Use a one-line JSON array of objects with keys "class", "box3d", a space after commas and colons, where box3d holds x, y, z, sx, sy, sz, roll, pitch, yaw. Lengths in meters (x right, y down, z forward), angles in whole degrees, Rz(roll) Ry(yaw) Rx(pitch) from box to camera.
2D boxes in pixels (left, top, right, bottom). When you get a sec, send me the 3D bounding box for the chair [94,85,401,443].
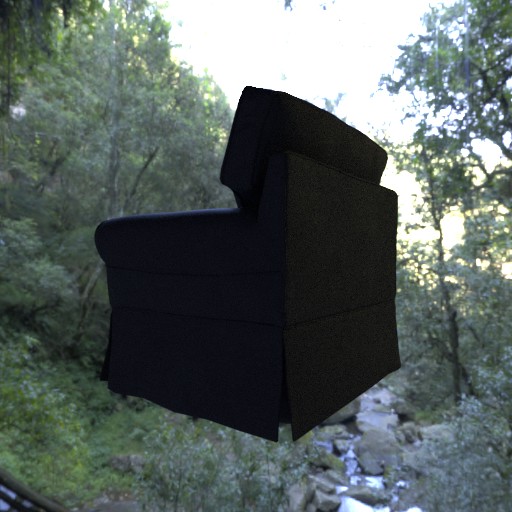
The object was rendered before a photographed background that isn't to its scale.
[{"class": "chair", "box3d": [0.000, 0.000, 1.996, 1.002, 1.140, 1.119, 0, 0, 35]}]
